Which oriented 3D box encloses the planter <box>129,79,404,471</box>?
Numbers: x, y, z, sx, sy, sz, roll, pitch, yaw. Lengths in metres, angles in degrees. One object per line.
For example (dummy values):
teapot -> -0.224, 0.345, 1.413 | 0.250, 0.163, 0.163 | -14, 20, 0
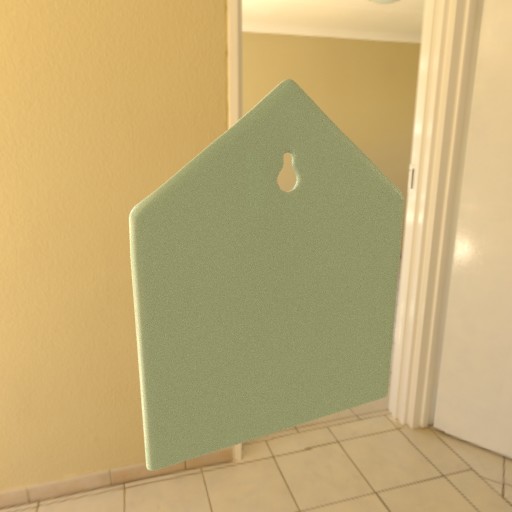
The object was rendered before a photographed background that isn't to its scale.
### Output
planter -> 0.000, 0.000, 0.275 | 0.164, 0.197, 0.079 | -7, 16, -25
